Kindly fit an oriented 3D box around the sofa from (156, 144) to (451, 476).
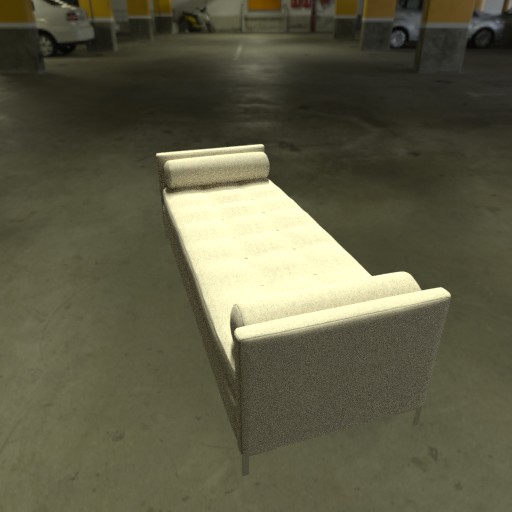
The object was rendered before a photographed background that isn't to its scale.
[{"bbox_3d":[0.000,0.000,2.441,0.797,0.655,2.102,-9,30,-16],"label":"sofa"}]
